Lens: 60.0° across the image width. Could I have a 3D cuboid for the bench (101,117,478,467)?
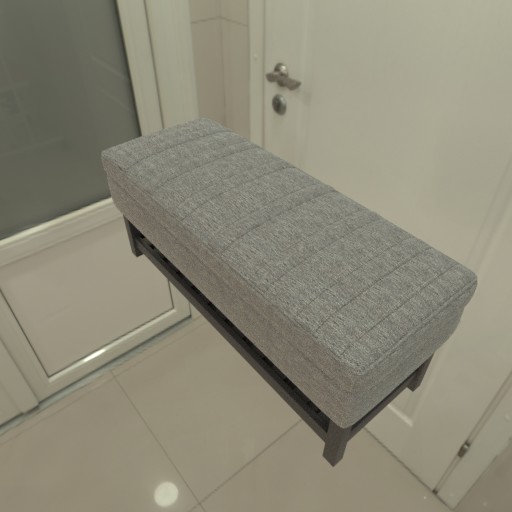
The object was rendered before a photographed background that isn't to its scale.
[{"bbox_3d":[0.000,0.000,1.324,0.429,0.470,1.100,-29,49,-28],"label":"bench"}]
